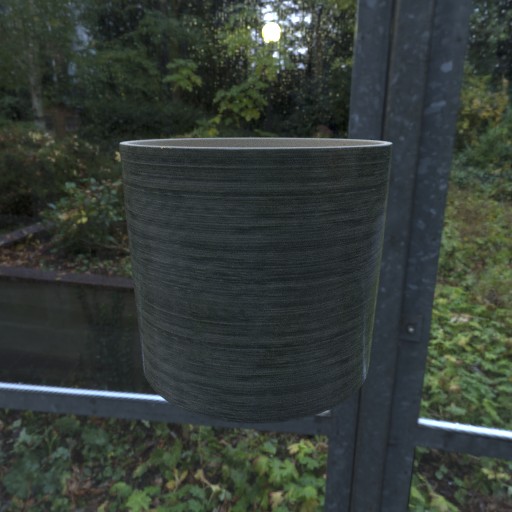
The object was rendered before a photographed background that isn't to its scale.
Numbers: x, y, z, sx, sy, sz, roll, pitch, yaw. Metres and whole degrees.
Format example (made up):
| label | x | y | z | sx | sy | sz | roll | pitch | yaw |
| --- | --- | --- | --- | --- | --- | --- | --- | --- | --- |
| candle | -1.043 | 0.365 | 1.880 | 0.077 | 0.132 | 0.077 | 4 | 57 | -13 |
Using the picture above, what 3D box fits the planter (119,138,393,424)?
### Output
| label | x | y | z | sx | sy | sz | roll | pitch | yaw |
| --- | --- | --- | --- | --- | --- | --- | --- | --- | --- |
| planter | 0.000 | 0.000 | 0.402 | 0.221 | 0.201 | 0.221 | 0 | 16 | 0 |
